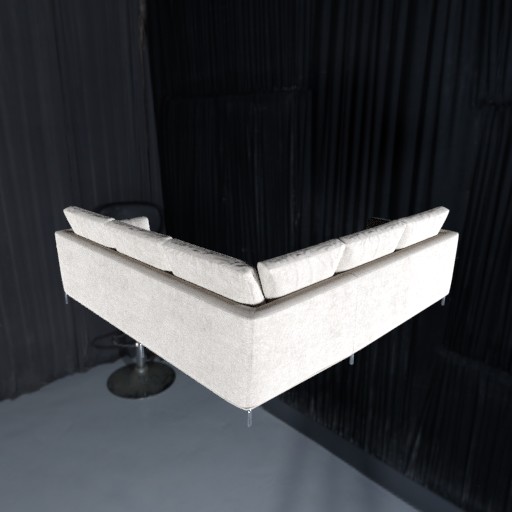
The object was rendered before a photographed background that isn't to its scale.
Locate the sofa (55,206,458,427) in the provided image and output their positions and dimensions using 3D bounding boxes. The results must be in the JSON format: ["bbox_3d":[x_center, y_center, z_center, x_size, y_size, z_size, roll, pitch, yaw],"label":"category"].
[{"bbox_3d":[0.000,0.000,3.753,2.438,0.864,2.438,-16,24,-42],"label":"sofa"}]
